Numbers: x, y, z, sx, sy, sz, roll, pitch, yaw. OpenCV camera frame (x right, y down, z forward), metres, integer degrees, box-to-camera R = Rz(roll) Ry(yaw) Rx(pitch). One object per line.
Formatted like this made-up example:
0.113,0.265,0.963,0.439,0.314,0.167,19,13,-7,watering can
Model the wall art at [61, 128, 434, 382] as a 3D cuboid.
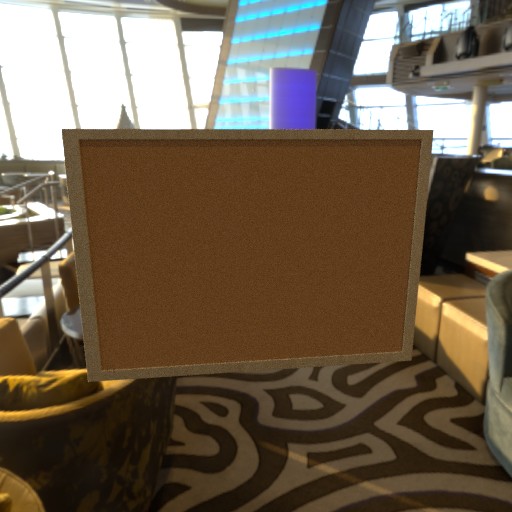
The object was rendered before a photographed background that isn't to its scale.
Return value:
0.000,0.000,0.692,0.532,0.380,0.032,-2,15,-7,wall art
